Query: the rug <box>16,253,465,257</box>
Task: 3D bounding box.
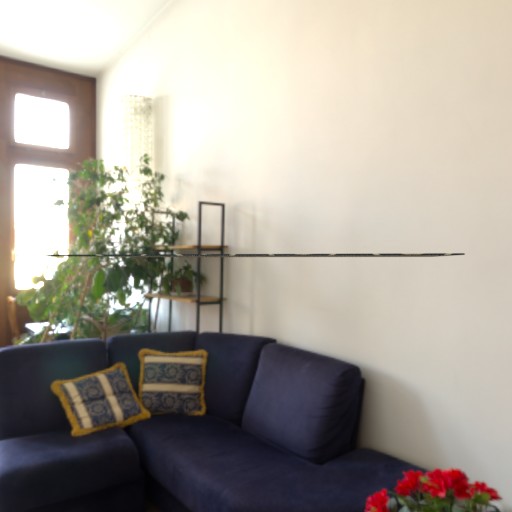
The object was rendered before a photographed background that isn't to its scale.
[{"bbox_3d":[0.000,0.000,4.277,3.353,0.010,2.438,0,0,17],"label":"rug"}]
